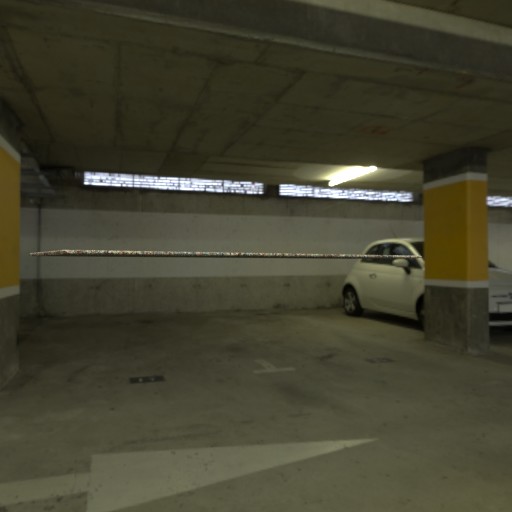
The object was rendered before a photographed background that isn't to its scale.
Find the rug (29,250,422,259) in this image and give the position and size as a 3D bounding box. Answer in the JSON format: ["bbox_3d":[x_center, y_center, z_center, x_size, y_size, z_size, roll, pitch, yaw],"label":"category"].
[{"bbox_3d":[0.000,0.000,2.602,2.292,0.015,0.688,1,-1,-36],"label":"rug"}]
